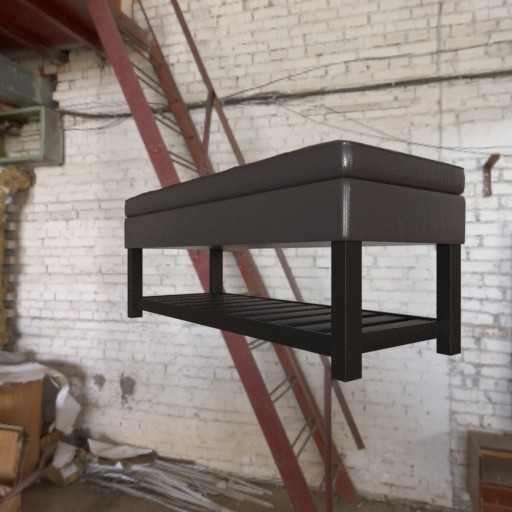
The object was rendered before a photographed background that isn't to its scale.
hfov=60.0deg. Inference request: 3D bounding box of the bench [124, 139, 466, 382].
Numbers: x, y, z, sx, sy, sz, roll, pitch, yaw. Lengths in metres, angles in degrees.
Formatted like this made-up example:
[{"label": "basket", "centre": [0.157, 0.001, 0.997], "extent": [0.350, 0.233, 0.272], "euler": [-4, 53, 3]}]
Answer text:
[{"label": "bench", "centre": [0.000, 0.000, 1.357], "extent": [0.432, 0.460, 1.105], "euler": [0, 0, -37]}]
